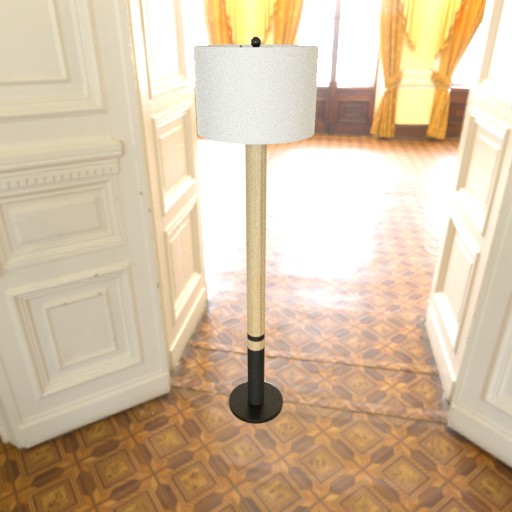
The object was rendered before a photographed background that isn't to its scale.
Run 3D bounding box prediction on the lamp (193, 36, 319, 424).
[{"bbox_3d":[0.000,0.000,1.665,0.381,1.478,0.381,-18,32,-31],"label":"lamp"}]
